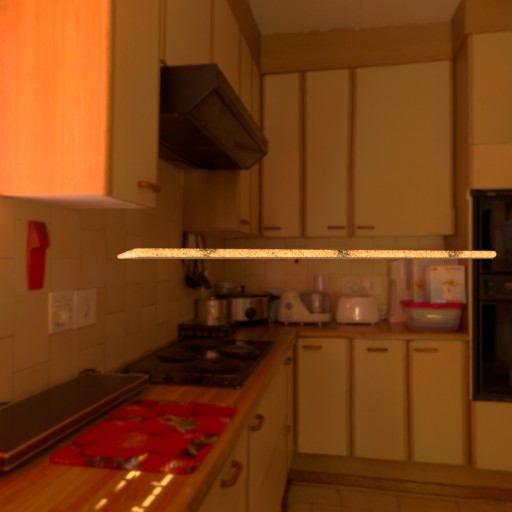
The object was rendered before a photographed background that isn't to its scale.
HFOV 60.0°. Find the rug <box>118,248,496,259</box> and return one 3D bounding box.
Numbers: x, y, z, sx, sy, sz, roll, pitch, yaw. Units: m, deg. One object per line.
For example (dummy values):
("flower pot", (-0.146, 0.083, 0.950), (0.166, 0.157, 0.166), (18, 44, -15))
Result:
("rug", (0.000, 0.000, 2.073), (1.200, 0.025, 1.600), (0, 0, -19))
